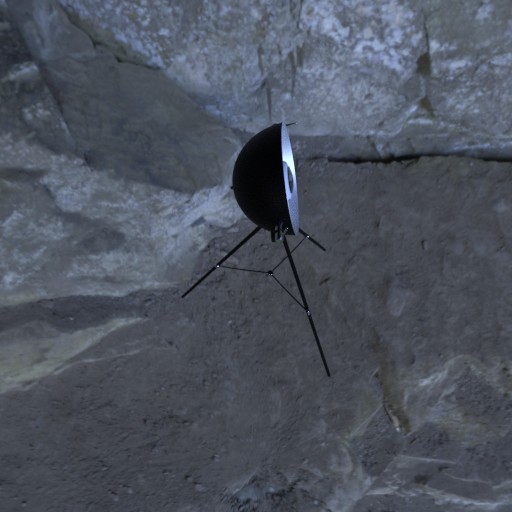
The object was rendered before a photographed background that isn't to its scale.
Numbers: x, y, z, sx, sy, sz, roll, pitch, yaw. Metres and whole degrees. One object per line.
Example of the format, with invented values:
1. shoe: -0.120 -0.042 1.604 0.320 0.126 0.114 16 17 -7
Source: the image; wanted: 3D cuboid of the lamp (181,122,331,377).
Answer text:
1. lamp: 0.000 0.000 2.032 0.920 1.512 0.817 0 64 0
